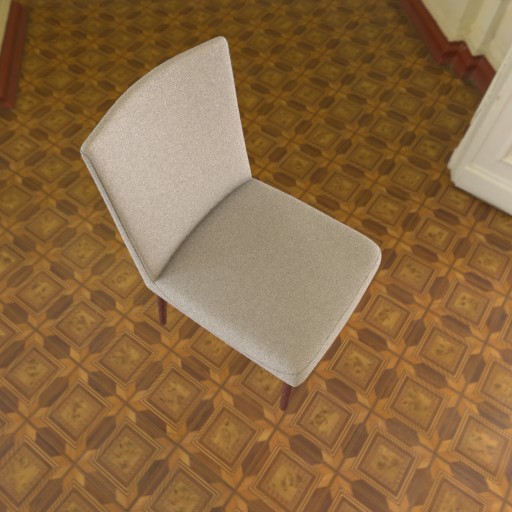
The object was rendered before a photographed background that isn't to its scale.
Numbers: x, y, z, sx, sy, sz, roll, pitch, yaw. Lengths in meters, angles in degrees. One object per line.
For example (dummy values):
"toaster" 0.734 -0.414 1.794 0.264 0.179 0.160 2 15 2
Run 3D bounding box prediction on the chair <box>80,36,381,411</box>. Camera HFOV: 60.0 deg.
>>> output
"chair" 0.000 0.000 1.167 0.570 0.859 0.456 31 63 17
